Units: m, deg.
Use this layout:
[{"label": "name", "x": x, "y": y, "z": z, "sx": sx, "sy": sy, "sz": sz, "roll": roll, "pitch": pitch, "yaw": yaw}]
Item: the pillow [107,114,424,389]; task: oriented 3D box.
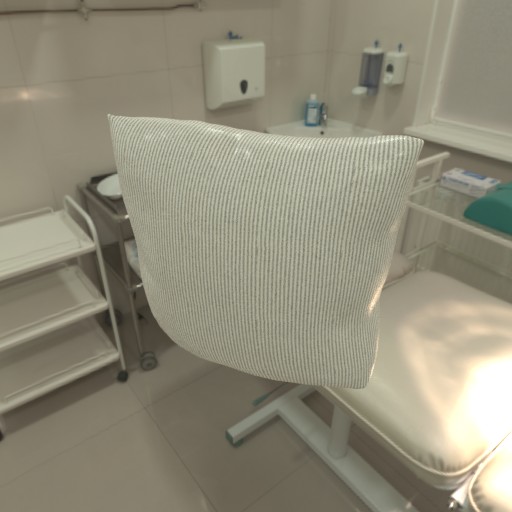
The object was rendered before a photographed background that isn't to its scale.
[{"label": "pillow", "x": 0.000, "y": 0.000, "z": 0.716, "sx": 0.310, "sy": 0.432, "sz": 0.387, "roll": -22, "pitch": 38, "yaw": -32}]
